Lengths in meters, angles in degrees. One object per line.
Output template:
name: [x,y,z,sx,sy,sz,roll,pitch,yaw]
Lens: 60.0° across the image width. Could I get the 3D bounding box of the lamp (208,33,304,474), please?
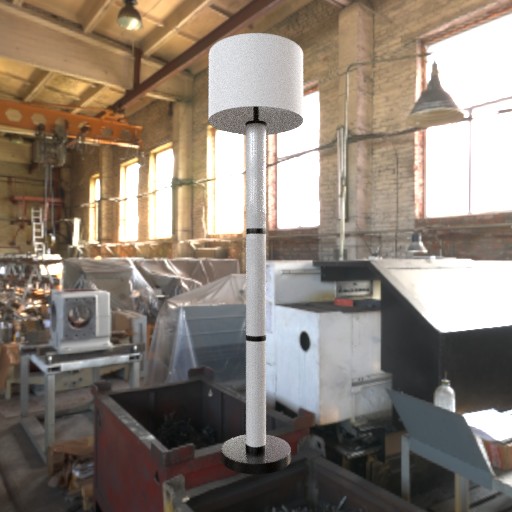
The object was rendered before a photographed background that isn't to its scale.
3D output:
lamp: [0.000,0.000,1.763,0.377,1.599,0.377,0,0,18]
